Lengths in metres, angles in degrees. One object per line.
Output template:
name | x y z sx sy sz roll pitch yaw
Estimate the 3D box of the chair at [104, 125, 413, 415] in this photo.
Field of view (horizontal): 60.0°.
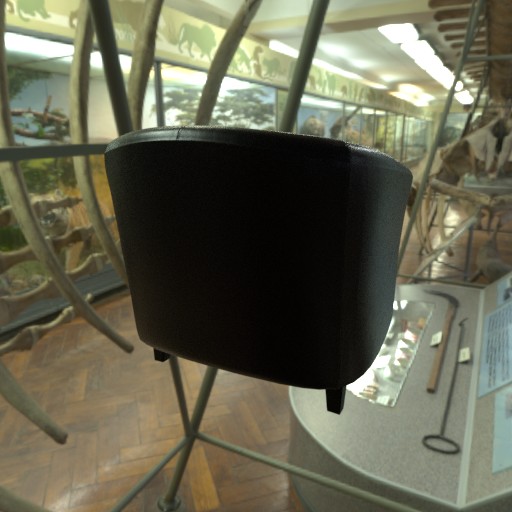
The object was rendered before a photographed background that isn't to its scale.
chair | 0.000 0.000 1.361 0.793 0.756 0.727 8 17 27
